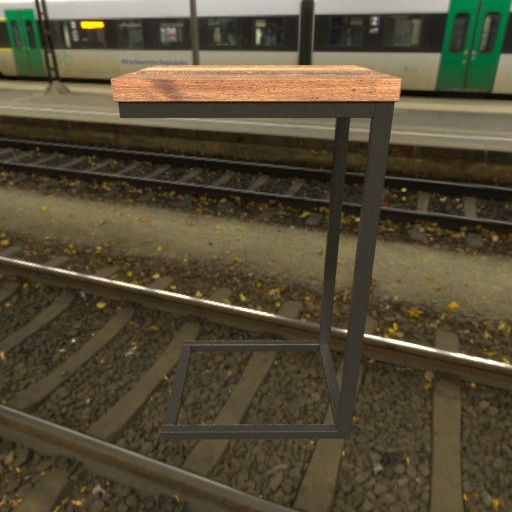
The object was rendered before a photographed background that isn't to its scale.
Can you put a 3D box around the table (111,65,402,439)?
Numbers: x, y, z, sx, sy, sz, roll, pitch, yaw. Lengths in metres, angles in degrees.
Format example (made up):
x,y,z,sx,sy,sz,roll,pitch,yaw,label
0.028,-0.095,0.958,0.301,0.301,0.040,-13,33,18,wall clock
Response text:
x,y,z,sx,sy,sz,roll,pitch,yaw,label
0.000,0.000,0.929,0.414,0.718,0.323,0,26,0,table
